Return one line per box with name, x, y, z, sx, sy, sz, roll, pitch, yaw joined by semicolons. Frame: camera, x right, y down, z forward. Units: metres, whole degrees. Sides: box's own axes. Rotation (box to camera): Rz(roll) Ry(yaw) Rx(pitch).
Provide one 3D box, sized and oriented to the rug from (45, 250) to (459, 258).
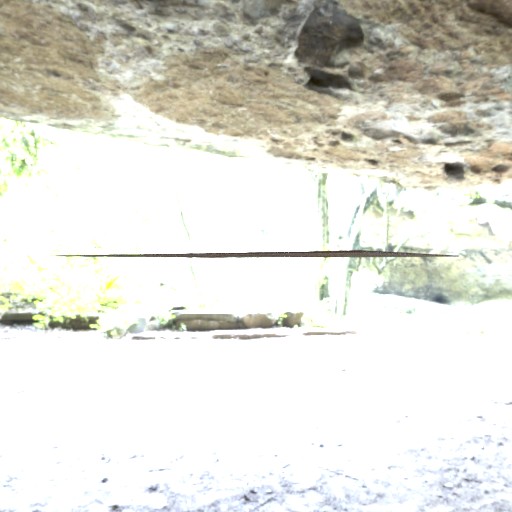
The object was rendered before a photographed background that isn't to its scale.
rug;0.000;0.000;4.136;3.053;0.013;2.387;-1;-1;36
